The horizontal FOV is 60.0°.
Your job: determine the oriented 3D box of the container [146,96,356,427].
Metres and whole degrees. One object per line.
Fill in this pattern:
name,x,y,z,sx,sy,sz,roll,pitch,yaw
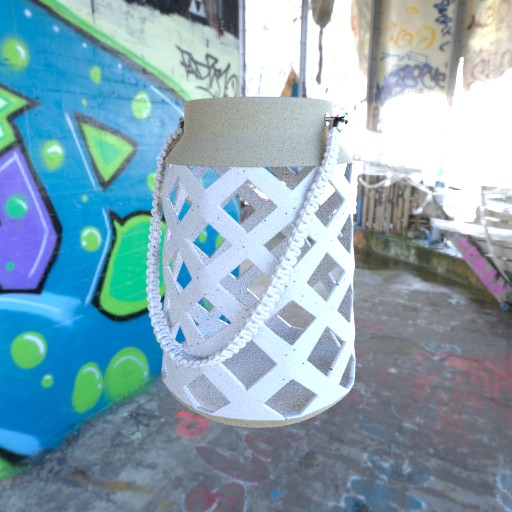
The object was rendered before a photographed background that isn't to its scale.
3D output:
container,0.000,0.000,0.403,0.188,0.264,0.198,8,17,28
